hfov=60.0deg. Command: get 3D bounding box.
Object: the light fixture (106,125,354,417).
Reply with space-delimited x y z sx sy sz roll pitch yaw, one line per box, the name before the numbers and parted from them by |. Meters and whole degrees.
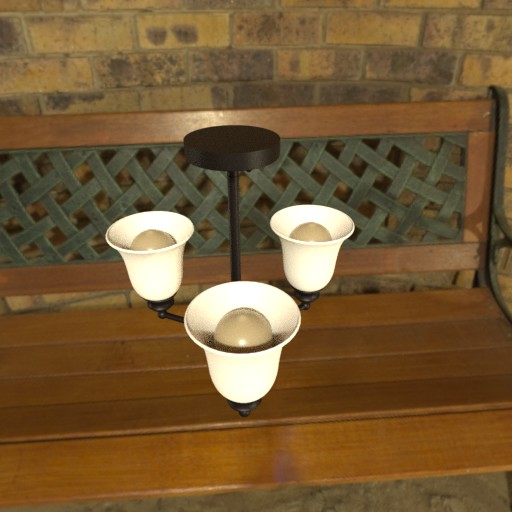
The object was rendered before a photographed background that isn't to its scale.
light fixture | 0.000 0.000 0.666 0.354 0.370 0.388 -20 37 -30
